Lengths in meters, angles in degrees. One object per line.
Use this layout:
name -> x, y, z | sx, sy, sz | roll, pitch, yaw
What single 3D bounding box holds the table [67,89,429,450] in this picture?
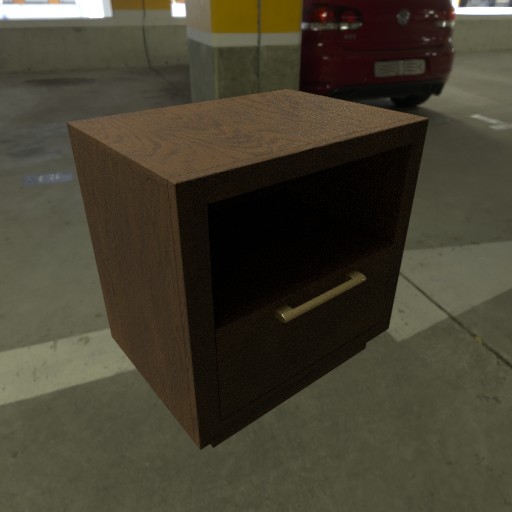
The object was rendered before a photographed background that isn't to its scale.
table -> 0.000, 0.000, 0.979 | 0.560, 0.585, 0.439 | -22, 37, -33
